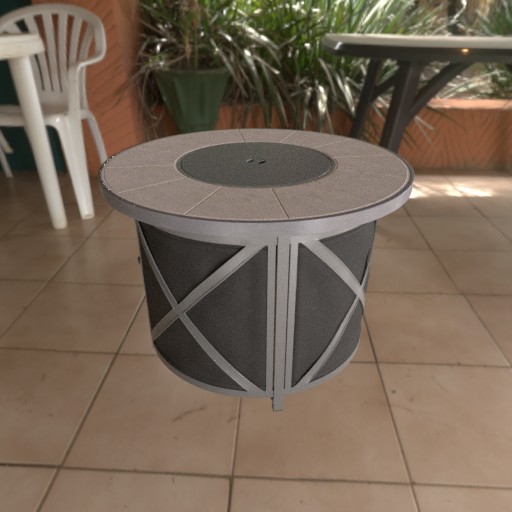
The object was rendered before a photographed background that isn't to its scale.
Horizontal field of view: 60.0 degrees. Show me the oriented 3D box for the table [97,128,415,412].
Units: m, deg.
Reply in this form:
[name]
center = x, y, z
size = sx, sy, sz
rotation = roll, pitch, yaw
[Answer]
[table]
center = 0.000, 0.000, 1.494
size = 0.914, 0.650, 0.914
rotation = 0, 28, 0
